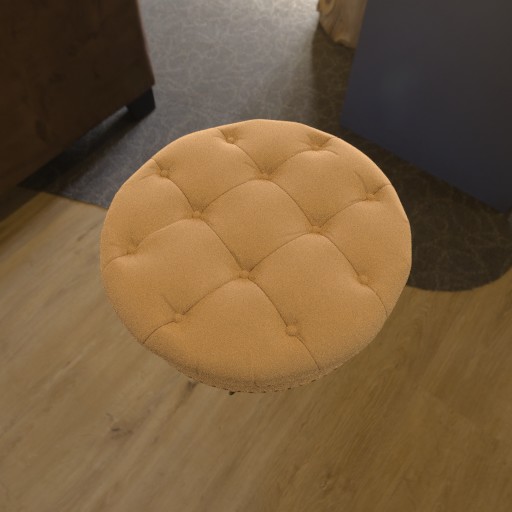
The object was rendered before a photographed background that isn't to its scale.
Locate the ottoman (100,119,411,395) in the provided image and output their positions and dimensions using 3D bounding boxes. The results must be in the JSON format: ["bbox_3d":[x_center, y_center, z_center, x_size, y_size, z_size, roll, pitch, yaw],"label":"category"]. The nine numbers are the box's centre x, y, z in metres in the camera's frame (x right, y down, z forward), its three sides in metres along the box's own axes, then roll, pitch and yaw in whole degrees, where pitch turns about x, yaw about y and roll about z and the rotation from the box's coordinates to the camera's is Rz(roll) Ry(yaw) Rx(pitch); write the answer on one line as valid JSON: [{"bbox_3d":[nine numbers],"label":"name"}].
[{"bbox_3d":[0.000,0.000,1.418,0.901,0.439,0.901,0,59,0],"label":"ottoman"}]
